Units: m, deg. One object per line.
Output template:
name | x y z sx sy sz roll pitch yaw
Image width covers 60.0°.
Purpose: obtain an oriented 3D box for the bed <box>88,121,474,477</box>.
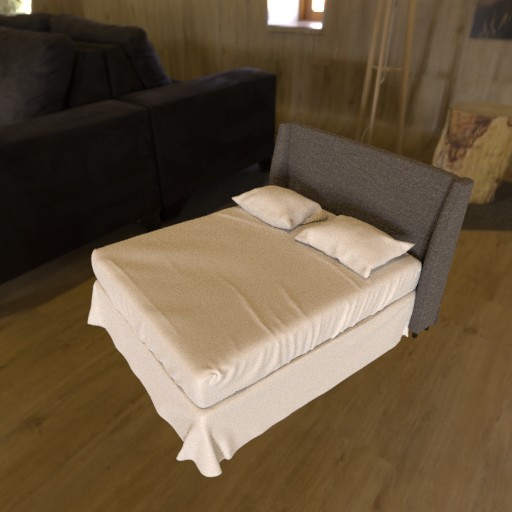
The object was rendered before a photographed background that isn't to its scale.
bed | 0.000 0.000 3.372 2.276 1.332 1.925 -21 37 -31
